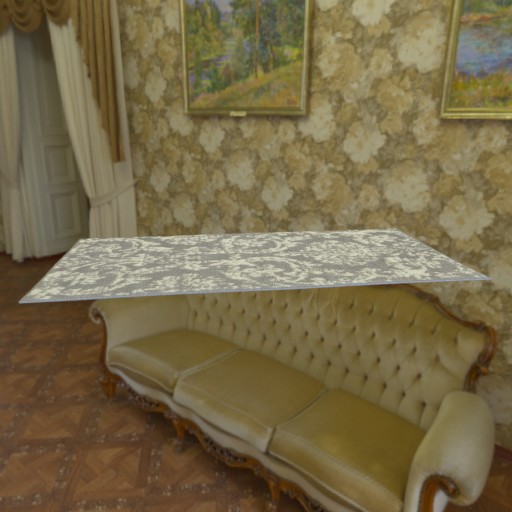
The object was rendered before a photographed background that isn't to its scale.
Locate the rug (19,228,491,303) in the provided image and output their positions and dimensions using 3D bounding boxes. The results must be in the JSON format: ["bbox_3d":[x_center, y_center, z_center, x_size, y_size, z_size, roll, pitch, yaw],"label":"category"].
[{"bbox_3d":[0.000,0.000,1.415,1.219,0.007,0.604,-2,17,-8],"label":"rug"}]
